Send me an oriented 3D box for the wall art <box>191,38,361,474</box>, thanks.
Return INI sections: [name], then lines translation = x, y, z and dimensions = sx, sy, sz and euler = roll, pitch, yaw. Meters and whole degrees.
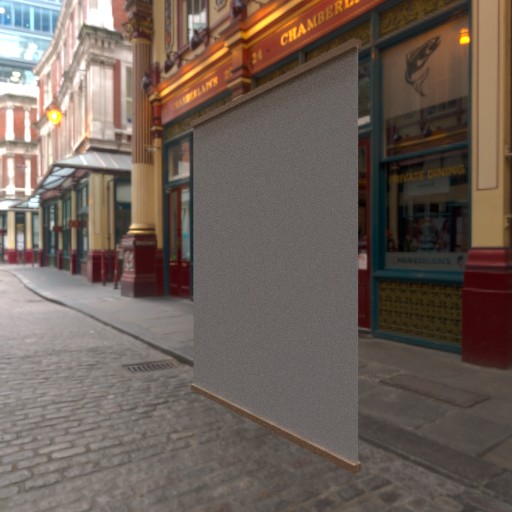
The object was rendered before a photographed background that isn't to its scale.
[wall art]
translation = 0.000, 0.000, 0.683
dimensions = 0.012, 0.508, 0.405
euler = 0, 0, -36
